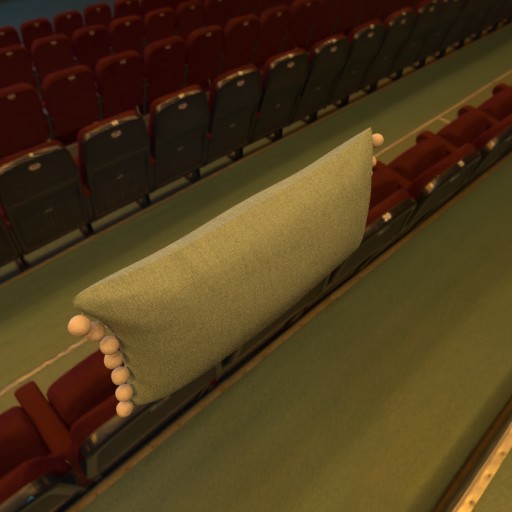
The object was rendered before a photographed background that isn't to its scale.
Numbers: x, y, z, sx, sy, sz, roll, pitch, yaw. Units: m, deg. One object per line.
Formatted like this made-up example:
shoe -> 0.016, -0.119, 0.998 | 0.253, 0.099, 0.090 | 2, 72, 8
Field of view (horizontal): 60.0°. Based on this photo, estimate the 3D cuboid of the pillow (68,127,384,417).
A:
pillow -> 0.000, 0.000, 0.847 | 0.709, 0.322, 0.201 | -35, 55, -29
